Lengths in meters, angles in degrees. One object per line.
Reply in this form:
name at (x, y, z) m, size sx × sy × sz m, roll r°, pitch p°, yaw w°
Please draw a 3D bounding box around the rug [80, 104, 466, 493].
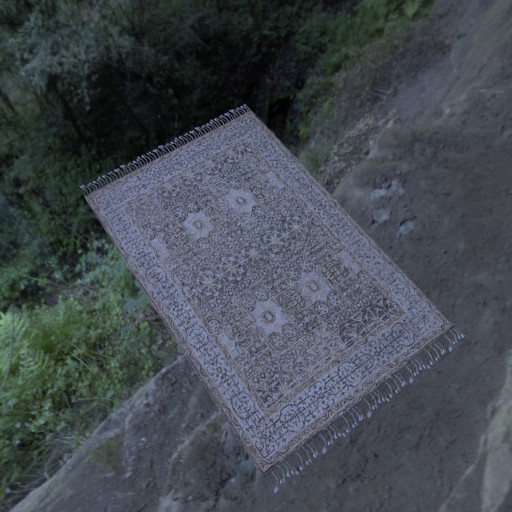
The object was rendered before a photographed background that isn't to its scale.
rug at (0.000, 0.000, 2.496) m, size 1.237 × 0.010 × 2.029 m, roll -32°, pitch 67°, yaw -15°
